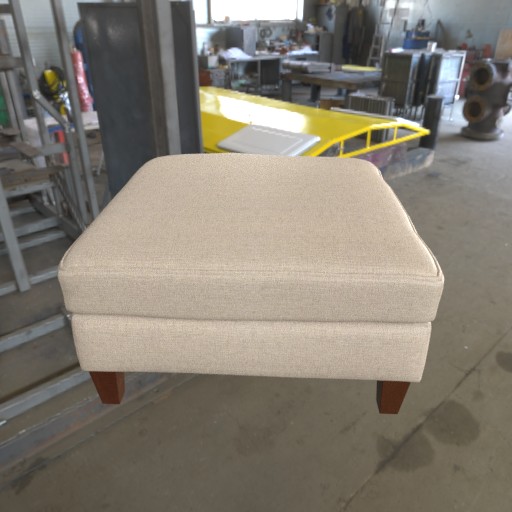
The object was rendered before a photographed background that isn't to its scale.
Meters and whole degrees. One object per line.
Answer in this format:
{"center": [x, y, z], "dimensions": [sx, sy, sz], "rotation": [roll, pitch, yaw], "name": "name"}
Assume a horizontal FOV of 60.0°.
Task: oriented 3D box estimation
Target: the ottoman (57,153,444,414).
{"center": [0.000, 0.000, 1.364], "dimensions": [0.838, 0.481, 0.838], "rotation": [1, 29, 2], "name": "ottoman"}
